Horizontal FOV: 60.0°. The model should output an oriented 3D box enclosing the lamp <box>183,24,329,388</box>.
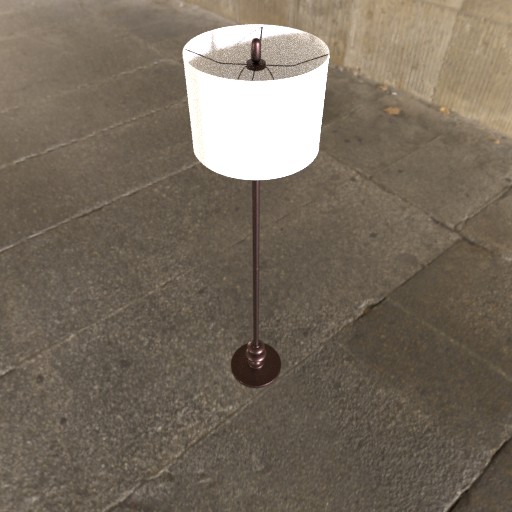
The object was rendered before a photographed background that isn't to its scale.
[{"bbox_3d":[0.000,0.000,1.592,0.356,1.487,0.356,4,46,4],"label":"lamp"}]
